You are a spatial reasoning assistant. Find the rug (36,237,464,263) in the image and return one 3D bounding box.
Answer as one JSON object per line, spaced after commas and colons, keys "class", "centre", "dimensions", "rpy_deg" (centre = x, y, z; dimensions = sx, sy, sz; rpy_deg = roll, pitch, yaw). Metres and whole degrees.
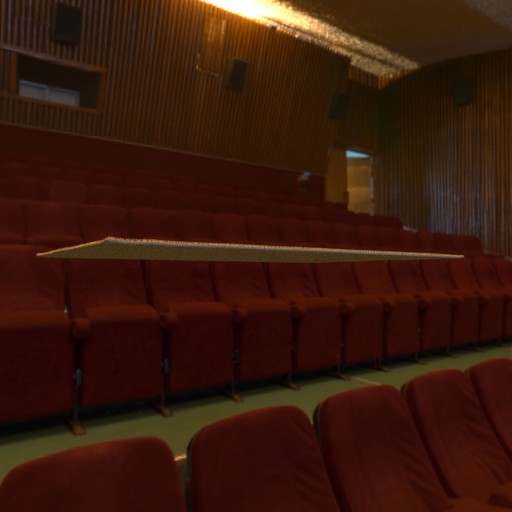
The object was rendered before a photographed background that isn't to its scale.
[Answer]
{"class": "rug", "centre": [0.000, 0.000, 2.965], "dimensions": [2.438, 0.034, 1.521], "rpy_deg": [2, -3, -35]}
